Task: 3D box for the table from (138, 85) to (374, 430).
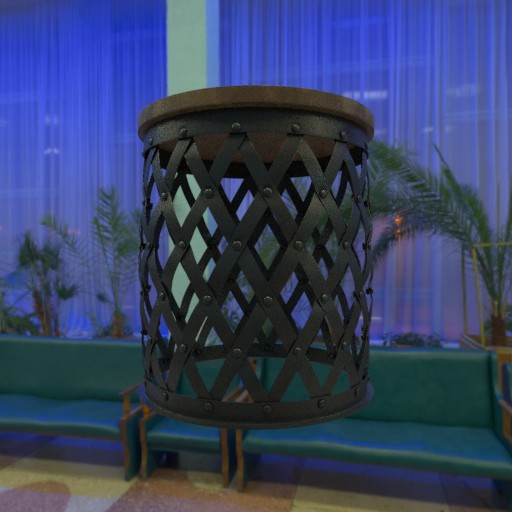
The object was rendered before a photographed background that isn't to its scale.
[{"bbox_3d":[0.000,0.000,0.785,0.405,0.454,0.405,0,1,0],"label":"table"}]
